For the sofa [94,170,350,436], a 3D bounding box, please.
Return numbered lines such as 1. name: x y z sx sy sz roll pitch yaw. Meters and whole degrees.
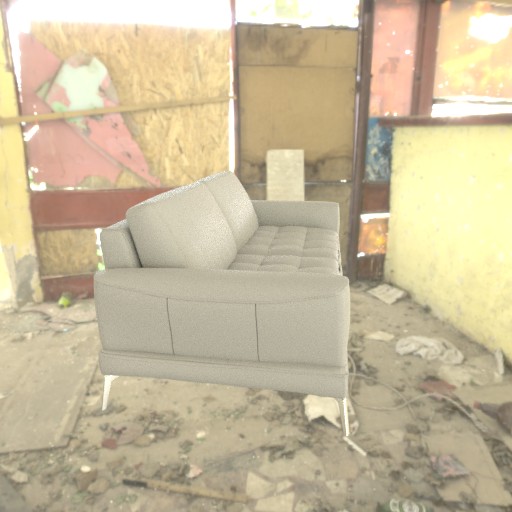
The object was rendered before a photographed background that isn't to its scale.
1. sofa: 0.000 0.000 2.799 1.121 0.930 2.177 2 16 9
